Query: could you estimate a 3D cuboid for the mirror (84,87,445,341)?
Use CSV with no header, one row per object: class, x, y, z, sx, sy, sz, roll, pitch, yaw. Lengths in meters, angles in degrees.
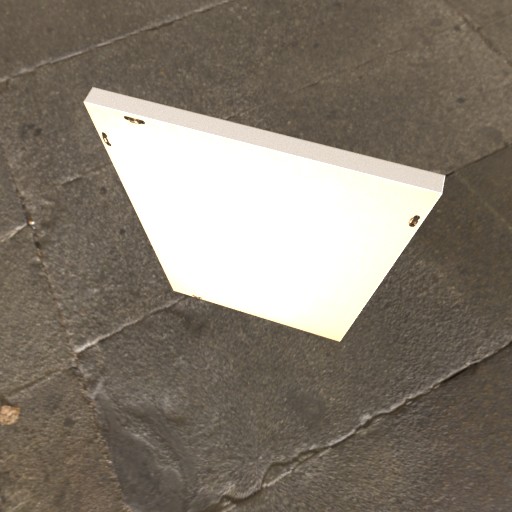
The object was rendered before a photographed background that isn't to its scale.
mirror,0.000,0.000,1.139,0.609,0.915,0.041,16,66,7
